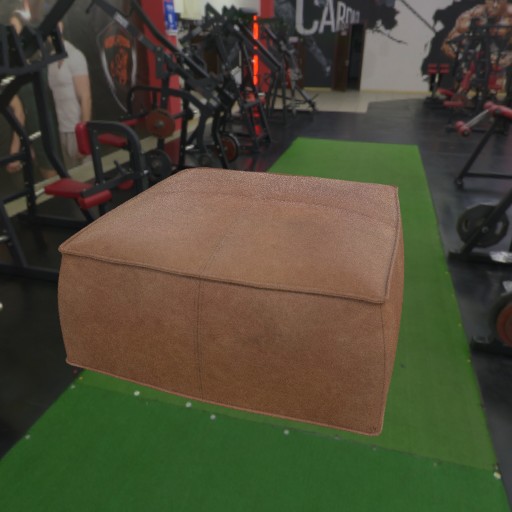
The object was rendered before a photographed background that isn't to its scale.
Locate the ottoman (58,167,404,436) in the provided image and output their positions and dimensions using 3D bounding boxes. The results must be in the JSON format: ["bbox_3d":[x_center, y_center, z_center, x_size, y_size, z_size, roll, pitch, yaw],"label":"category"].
[{"bbox_3d":[0.000,0.000,1.398,0.902,0.395,0.901,8,28,16],"label":"ottoman"}]
